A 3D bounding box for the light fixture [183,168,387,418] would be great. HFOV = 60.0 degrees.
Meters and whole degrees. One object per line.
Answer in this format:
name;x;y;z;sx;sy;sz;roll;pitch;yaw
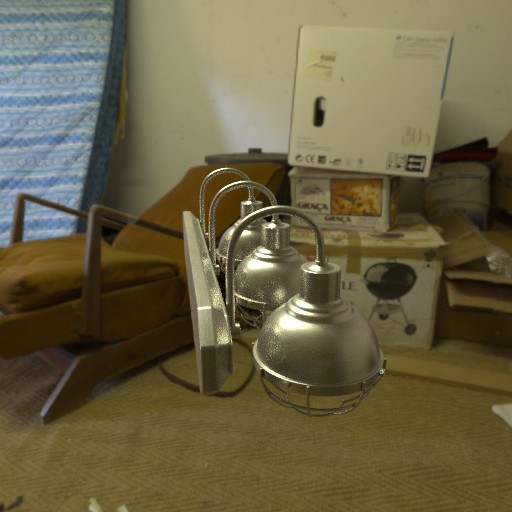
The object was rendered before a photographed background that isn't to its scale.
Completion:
light fixture;0.000;0.000;0.753;0.229;0.254;0.634;-3;17;-10
